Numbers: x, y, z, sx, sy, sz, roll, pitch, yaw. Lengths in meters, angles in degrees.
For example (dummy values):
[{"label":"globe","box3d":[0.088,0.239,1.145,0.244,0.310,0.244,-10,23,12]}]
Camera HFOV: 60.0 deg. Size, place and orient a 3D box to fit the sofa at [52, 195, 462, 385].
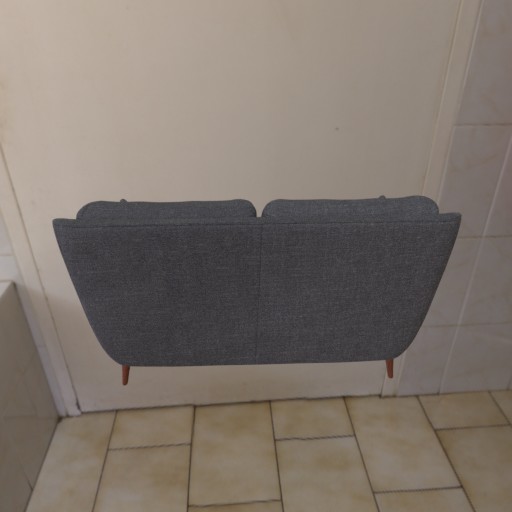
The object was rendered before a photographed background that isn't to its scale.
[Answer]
[{"label":"sofa","box3d":[0.000,0.000,2.233,1.646,0.887,0.976,-1,30,-2]}]
